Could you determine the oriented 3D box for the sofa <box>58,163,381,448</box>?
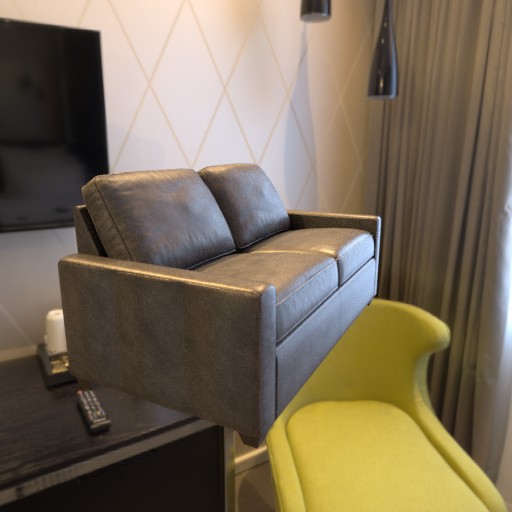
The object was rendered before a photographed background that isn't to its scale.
[{"bbox_3d":[0.000,0.000,2.338,0.939,0.916,1.732,7,16,27],"label":"sofa"}]
